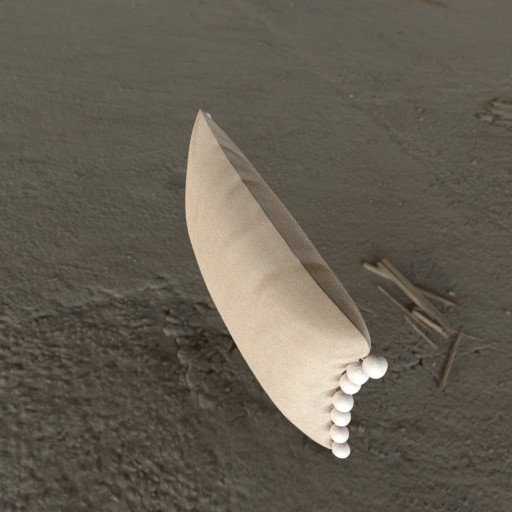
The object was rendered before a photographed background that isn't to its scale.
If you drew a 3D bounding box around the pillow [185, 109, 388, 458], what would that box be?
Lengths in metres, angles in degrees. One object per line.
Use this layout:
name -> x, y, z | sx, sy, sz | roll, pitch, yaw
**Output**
pillow -> 0.000, 0.000, 0.834 | 0.201, 0.322, 0.709 | -16, 47, -16
